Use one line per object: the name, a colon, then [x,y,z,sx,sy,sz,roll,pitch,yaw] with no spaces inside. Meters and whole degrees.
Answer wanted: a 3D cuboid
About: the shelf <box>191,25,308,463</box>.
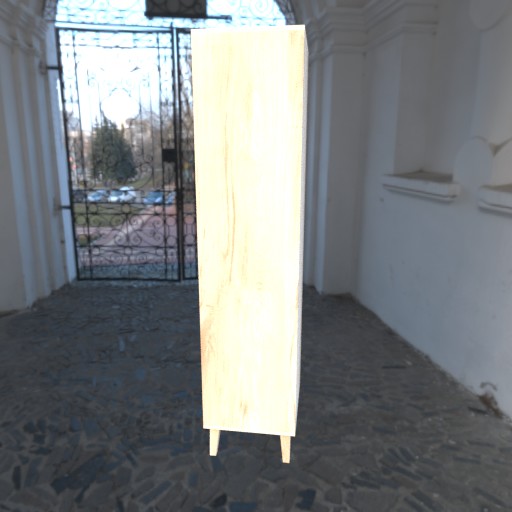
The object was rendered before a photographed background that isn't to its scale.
shelf: [0.000,0.000,2.205,0.450,1.960,0.510,2,14,8]
